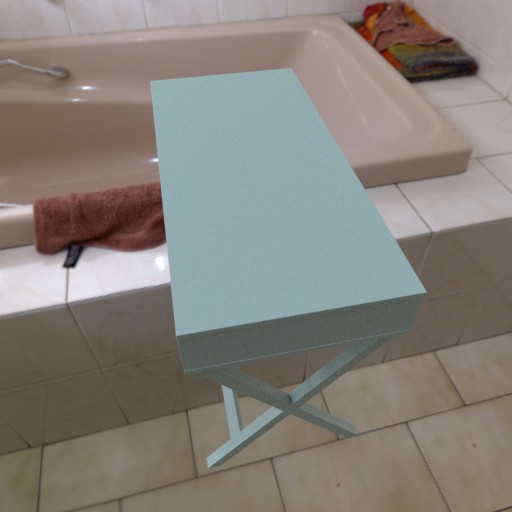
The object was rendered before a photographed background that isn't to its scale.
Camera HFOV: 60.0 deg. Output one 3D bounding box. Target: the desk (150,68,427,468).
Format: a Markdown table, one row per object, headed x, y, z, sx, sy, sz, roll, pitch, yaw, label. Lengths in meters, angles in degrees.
| x | y | z | sx | sy | sz | roll | pitch | yaw | label |
| --- | --- | --- | --- | --- | --- | --- | --- | --- | --- |
| 0.000 | 0.000 | 1.498 | 0.525 | 0.780 | 1.057 | -9 | 47 | -8 | desk |
